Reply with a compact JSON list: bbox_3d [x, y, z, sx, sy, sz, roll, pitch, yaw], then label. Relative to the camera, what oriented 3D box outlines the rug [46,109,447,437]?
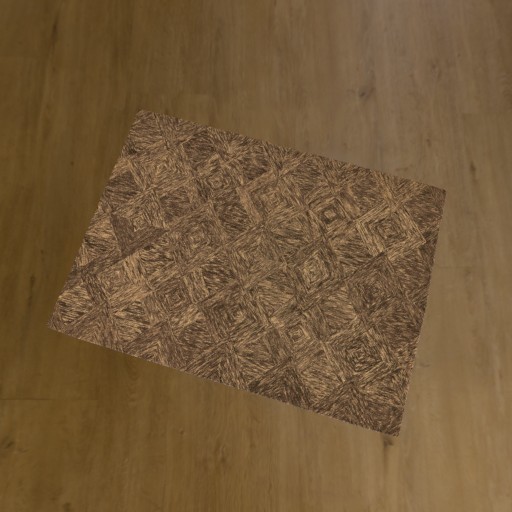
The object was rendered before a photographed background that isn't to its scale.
[{"bbox_3d":[0.000,0.000,5.255,4.093,0.020,2.997,16,75,5],"label":"rug"}]
